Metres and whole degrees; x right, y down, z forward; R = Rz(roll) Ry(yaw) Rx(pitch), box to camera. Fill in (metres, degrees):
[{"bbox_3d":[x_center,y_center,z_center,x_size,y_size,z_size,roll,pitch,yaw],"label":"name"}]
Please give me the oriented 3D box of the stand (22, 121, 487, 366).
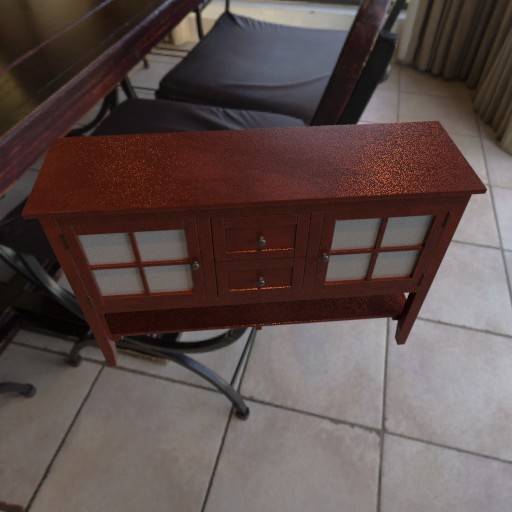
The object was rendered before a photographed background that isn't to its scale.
[{"bbox_3d":[0.000,0.000,1.738,1.362,0.872,0.410,-4,47,-3],"label":"stand"}]
